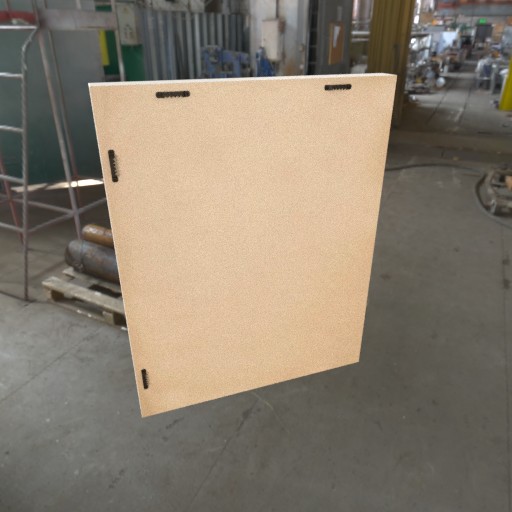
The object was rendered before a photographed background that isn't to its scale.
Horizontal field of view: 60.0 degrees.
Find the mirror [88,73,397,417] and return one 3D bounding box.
[{"bbox_3d":[0.000,0.000,0.681,0.405,0.508,0.041,-9,28,-17],"label":"mirror"}]
